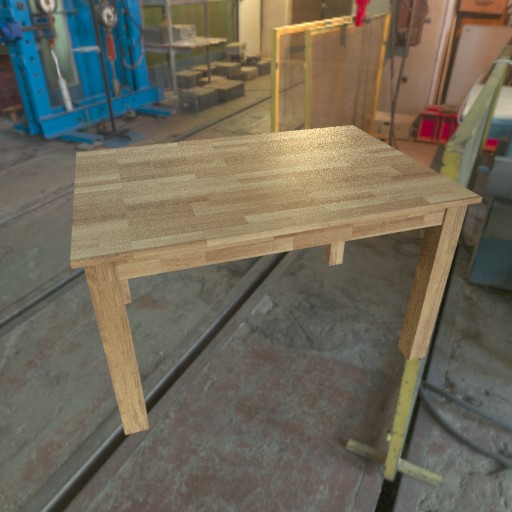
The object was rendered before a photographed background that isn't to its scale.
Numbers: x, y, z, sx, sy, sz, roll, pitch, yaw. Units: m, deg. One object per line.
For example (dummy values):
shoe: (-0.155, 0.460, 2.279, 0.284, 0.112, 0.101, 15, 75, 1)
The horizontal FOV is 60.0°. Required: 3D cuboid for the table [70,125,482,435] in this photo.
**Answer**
table: (0.000, 0.000, 1.874, 1.300, 0.750, 0.900, -10, 33, -15)
